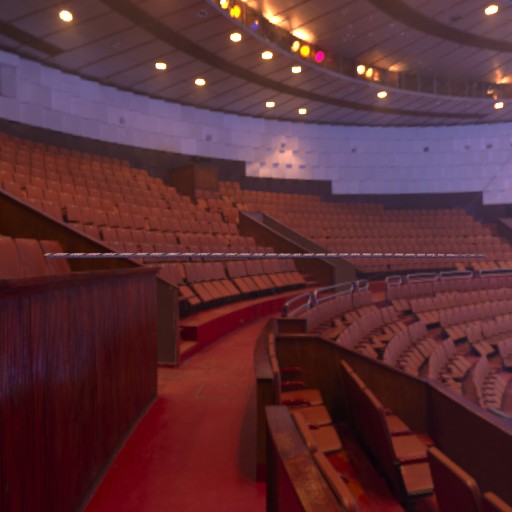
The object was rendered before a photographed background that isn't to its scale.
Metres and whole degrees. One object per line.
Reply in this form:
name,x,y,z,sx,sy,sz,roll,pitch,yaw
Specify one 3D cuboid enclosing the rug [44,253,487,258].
rug,0.000,0.000,3.000,2.406,0.023,1.539,0,0,-18
